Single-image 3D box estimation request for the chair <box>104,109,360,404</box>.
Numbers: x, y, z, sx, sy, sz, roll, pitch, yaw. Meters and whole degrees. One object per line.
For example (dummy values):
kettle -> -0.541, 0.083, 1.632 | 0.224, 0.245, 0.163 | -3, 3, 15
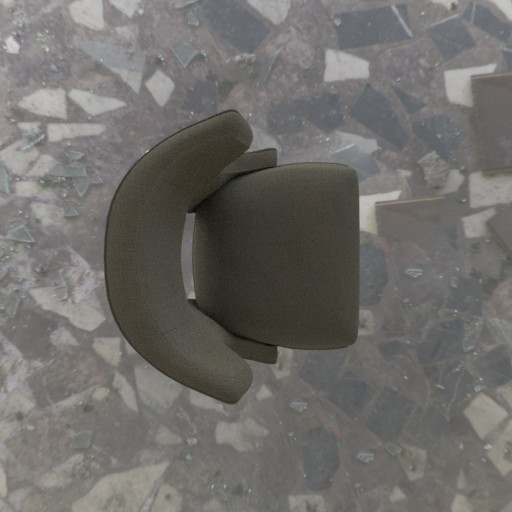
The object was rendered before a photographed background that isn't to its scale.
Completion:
chair -> 0.000, 0.000, 1.245 | 0.581, 0.863, 0.595 | 0, 90, -1
